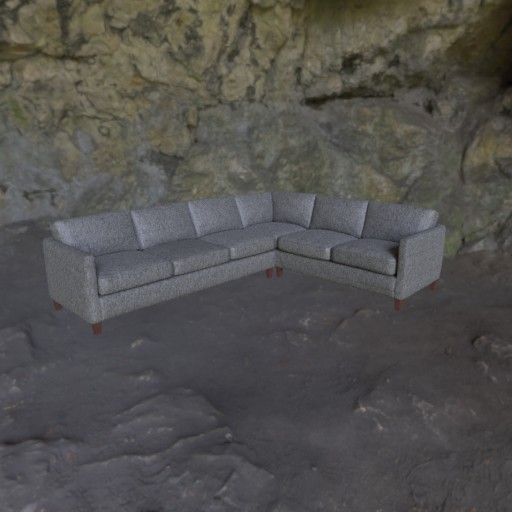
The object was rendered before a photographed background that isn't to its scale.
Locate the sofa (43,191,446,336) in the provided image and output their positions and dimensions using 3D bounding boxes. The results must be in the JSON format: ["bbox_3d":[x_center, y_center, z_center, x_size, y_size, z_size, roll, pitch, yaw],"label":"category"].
[{"bbox_3d":[0.000,0.000,4.541,2.593,0.947,3.302,14,21,42],"label":"sofa"}]
